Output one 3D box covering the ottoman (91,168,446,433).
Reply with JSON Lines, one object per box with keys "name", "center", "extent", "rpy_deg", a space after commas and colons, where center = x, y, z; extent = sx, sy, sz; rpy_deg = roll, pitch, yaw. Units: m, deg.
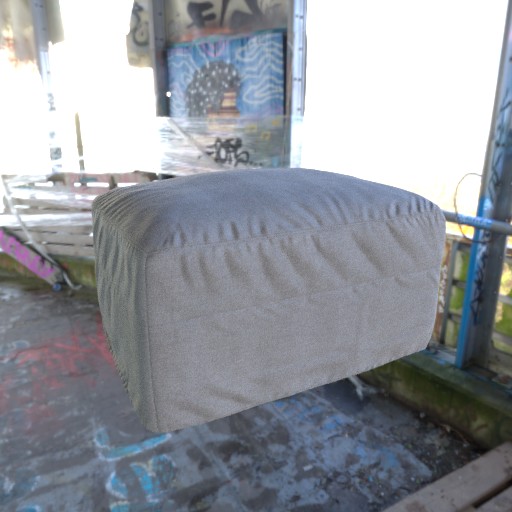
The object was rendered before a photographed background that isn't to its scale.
{"name": "ottoman", "center": [0.000, 0.000, 1.275], "extent": [0.837, 0.481, 0.683], "rpy_deg": [-8, 18, -26]}
